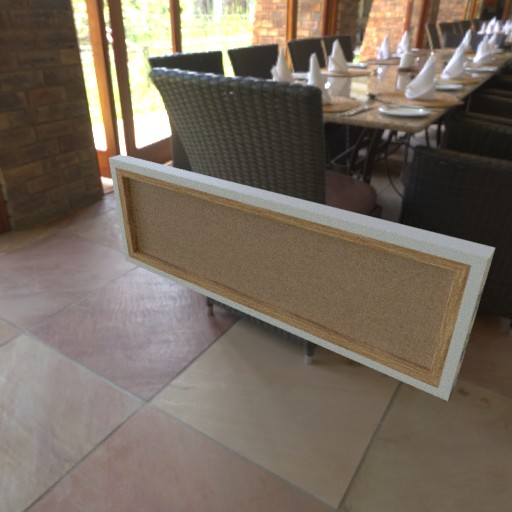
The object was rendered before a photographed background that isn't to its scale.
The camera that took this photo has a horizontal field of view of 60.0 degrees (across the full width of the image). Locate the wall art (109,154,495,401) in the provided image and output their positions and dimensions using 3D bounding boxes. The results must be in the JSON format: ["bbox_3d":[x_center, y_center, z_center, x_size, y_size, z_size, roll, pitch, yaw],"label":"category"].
[{"bbox_3d":[0.000,0.000,0.836,0.763,0.255,0.038,19,34,31],"label":"wall art"}]
